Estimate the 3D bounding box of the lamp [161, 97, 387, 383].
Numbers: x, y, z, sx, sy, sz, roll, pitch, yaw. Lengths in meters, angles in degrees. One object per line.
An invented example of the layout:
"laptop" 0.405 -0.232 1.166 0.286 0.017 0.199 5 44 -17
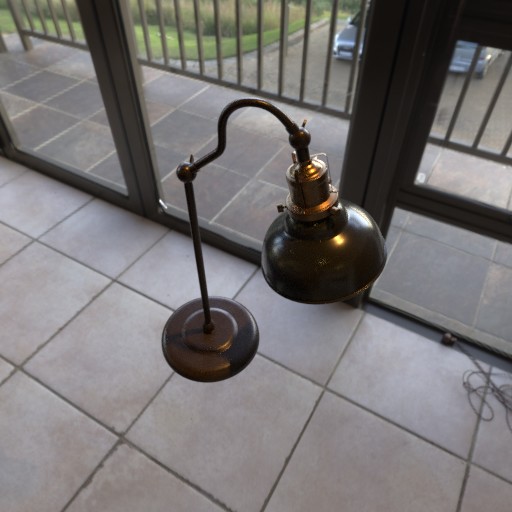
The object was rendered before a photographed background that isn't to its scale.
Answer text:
"lamp" 0.000 0.000 0.676 0.374 0.508 0.192 9 47 8
